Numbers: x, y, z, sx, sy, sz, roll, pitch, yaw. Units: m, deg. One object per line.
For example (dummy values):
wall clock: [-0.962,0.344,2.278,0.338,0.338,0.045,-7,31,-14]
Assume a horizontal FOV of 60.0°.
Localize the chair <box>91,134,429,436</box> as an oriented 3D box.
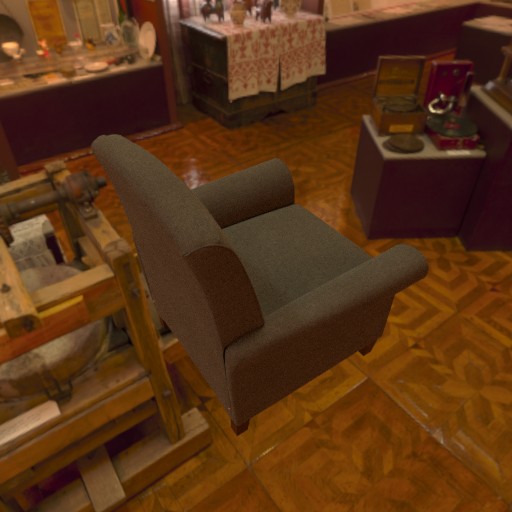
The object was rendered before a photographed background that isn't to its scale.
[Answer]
chair: [0.000,0.000,1.785,0.905,1.061,0.978,-24,45,-26]
